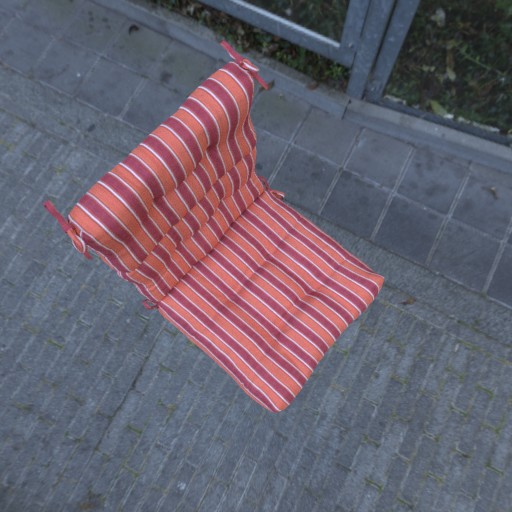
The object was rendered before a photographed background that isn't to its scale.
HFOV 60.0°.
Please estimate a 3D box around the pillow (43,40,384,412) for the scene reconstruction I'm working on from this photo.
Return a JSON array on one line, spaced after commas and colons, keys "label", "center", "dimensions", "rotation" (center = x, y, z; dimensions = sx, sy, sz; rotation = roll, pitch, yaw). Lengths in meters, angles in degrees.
[{"label": "pillow", "center": [0.000, 0.000, 1.031], "dimensions": [0.571, 0.605, 0.519], "rotation": [40, 77, 11]}]
